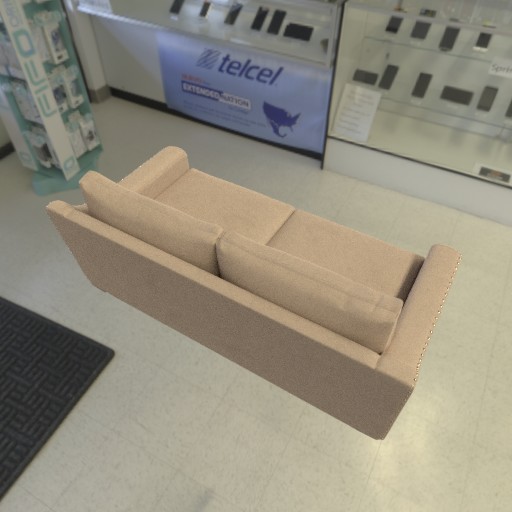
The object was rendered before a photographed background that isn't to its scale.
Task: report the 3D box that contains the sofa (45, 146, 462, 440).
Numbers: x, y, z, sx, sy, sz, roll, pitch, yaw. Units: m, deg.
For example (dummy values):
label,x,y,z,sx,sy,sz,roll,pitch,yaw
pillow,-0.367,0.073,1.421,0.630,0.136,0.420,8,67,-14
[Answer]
label,x,y,z,sx,sy,sz,roll,pitch,yaw
sofa,0.000,0.000,2.475,1.967,0.901,1.030,24,51,21
